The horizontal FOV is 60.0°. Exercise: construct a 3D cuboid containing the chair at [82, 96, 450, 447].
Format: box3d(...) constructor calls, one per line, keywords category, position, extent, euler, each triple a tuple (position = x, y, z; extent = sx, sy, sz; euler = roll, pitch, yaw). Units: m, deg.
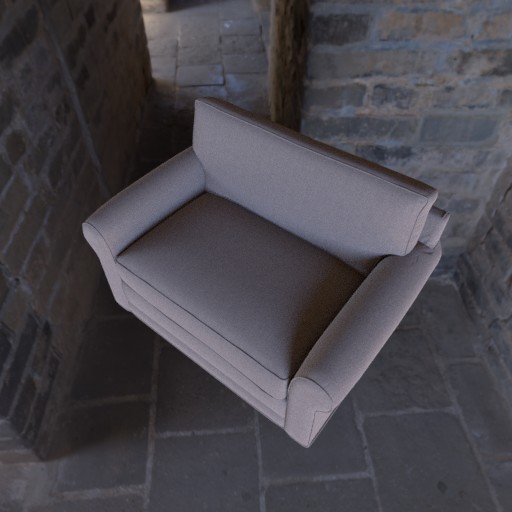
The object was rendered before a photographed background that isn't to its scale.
box3d(category="chair", position=(0.000, 0.000, 2.047), extent=(1.390, 0.930, 0.930), euler=(30, 54, 25))
